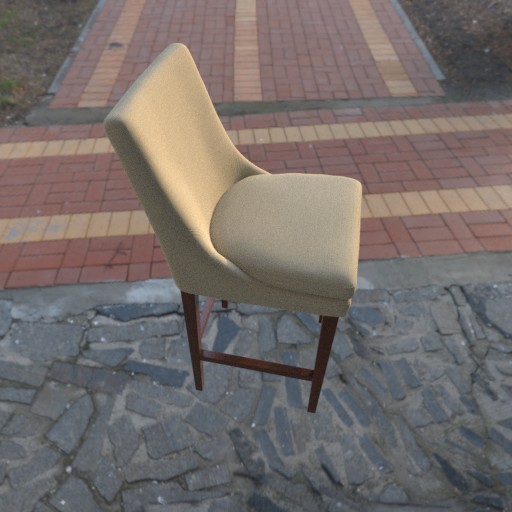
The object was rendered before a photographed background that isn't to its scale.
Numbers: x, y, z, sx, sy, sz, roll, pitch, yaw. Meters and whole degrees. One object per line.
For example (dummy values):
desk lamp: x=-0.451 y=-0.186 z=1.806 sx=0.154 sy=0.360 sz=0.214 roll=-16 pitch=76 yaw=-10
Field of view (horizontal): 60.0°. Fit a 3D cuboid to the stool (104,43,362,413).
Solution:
stool: x=0.000 y=0.000 z=1.355 sx=0.577 sy=1.078 sz=0.470 roll=8 pitch=47 yaw=8
